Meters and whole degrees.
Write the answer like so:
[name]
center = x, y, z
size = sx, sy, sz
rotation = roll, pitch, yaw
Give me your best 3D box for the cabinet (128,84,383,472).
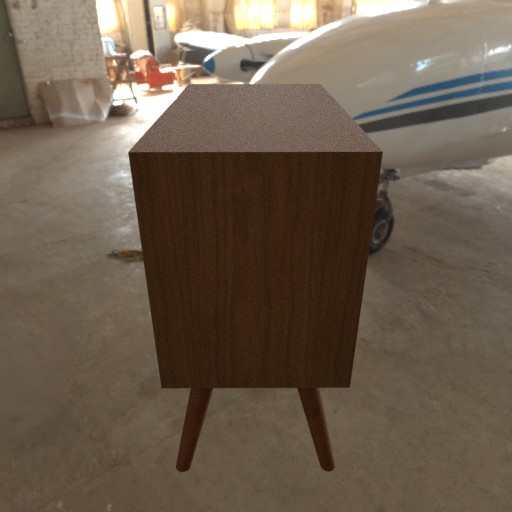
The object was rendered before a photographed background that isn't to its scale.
[cabinet]
center = 0.000, 0.000, 1.157
size = 0.388, 0.748, 0.712
rotation = 0, 29, 0
